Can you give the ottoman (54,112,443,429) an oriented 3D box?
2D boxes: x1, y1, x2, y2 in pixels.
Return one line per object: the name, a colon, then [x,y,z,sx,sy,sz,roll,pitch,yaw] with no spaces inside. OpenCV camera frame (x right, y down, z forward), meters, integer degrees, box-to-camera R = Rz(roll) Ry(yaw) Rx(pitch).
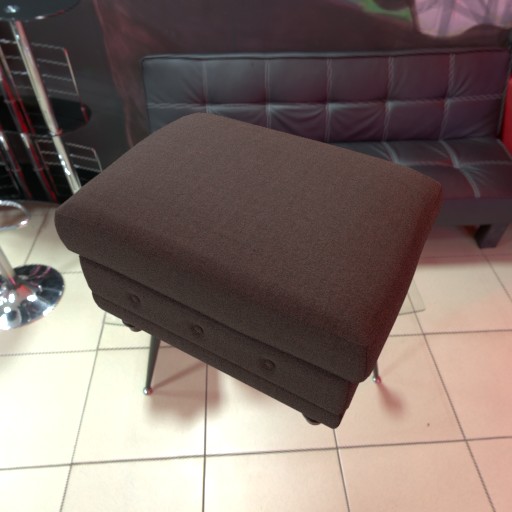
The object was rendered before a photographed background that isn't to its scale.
ottoman: [0.000,0.000,1.218,0.809,0.555,0.599,22,48,21]
